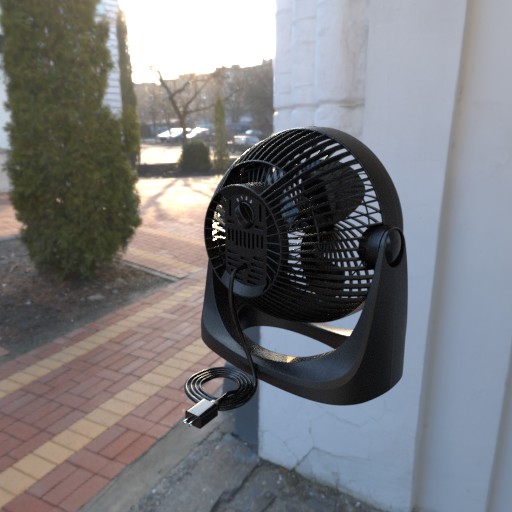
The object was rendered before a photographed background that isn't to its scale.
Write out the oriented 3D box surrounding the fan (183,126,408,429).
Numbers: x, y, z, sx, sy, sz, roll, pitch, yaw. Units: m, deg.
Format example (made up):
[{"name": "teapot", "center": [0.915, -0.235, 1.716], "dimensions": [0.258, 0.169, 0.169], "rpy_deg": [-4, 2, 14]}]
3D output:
[{"name": "fan", "center": [0.000, 0.000, 0.491], "dimensions": [0.256, 0.277, 0.273], "rpy_deg": [-15, 21, -42]}]
